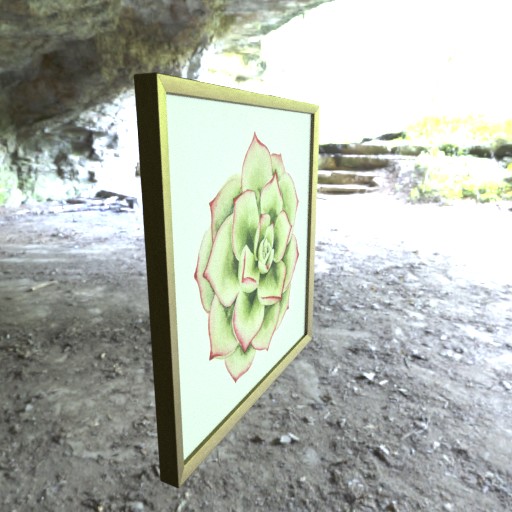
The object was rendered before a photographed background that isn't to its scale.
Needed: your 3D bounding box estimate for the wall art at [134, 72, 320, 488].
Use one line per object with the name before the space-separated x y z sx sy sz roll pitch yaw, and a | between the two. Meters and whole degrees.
wall art | 0.000 0.000 0.736 0.031 0.506 0.503 7 17 26
